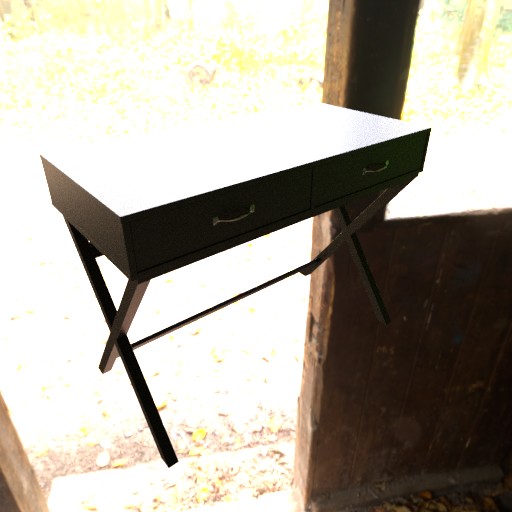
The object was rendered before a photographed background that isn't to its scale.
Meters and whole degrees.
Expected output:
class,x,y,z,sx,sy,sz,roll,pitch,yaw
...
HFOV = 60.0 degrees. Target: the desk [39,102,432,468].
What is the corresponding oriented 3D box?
class,x,y,z,sx,sy,sz,roll,pitch,yaw
desk,0.000,0.000,1.485,1.057,0.780,0.525,-22,37,-33
